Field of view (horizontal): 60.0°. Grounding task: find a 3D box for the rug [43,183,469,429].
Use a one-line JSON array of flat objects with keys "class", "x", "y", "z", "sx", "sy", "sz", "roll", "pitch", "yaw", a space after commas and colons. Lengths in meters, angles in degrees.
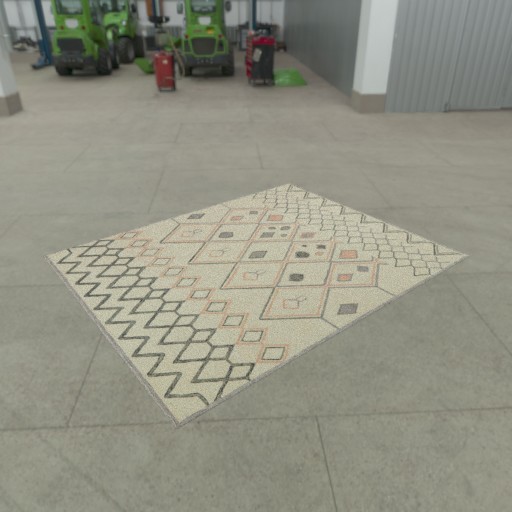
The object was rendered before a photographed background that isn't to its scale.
[{"class": "rug", "x": 0.000, "y": 0.000, "z": 4.057, "sx": 3.050, "sy": 0.016, "sz": 2.441, "roll": -21, "pitch": 36, "yaw": -33}]
